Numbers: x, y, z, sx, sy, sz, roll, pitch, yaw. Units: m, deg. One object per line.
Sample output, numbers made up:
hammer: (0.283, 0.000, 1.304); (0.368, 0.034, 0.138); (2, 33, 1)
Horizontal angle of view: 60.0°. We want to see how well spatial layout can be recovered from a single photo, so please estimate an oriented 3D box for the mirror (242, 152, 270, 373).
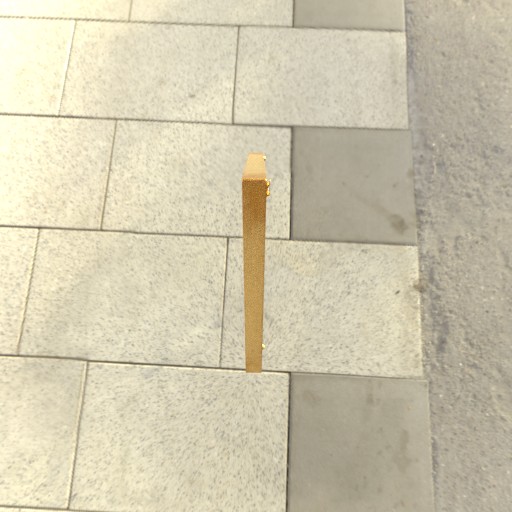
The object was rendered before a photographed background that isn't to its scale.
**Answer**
mirror: (0.000, 0.000, 0.821); (0.032, 0.679, 0.419); (1, 76, 0)
